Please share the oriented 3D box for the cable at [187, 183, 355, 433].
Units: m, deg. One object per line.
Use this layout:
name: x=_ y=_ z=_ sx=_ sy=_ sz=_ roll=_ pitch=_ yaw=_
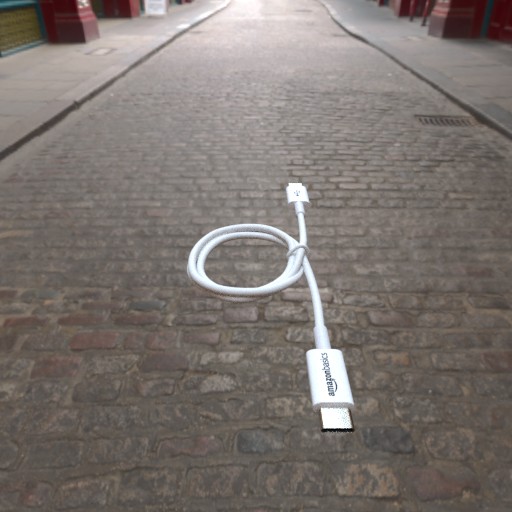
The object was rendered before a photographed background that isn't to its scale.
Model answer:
cable: x=0.000 y=0.000 z=0.228 sx=0.070 sy=0.014 sz=0.203 roll=0 pitch=32 yaw=0
